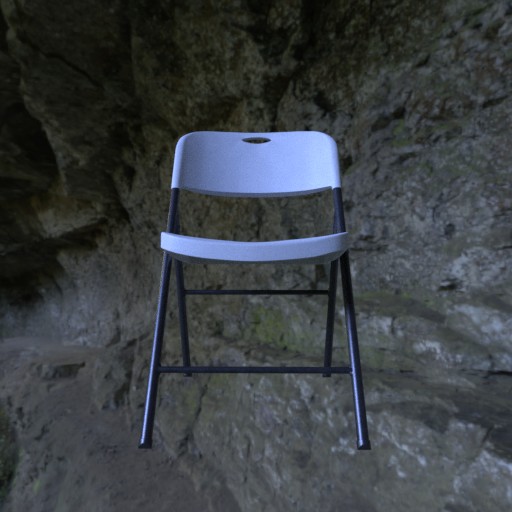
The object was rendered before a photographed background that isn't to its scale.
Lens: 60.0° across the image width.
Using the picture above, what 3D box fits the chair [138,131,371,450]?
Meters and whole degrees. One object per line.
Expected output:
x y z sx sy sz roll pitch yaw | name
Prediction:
0.000 0.000 1.205 0.494 0.810 0.566 0 1 1 | chair
